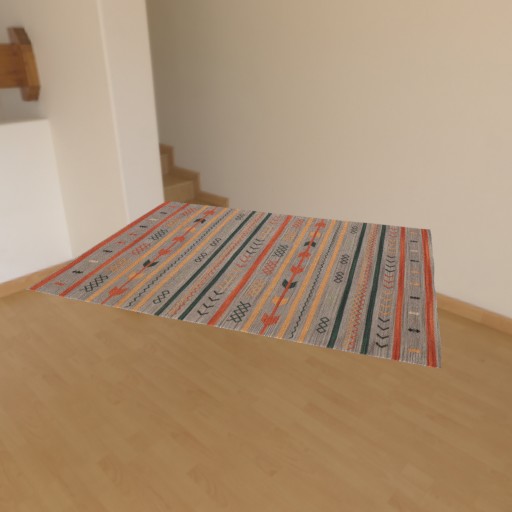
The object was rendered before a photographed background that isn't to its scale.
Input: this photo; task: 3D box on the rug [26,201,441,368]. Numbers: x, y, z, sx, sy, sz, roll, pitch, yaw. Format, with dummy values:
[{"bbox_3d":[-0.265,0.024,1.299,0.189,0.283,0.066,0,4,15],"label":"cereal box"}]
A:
[{"bbox_3d":[0.000,0.000,3.980,3.029,0.022,2.263,8,27,16],"label":"rug"}]
